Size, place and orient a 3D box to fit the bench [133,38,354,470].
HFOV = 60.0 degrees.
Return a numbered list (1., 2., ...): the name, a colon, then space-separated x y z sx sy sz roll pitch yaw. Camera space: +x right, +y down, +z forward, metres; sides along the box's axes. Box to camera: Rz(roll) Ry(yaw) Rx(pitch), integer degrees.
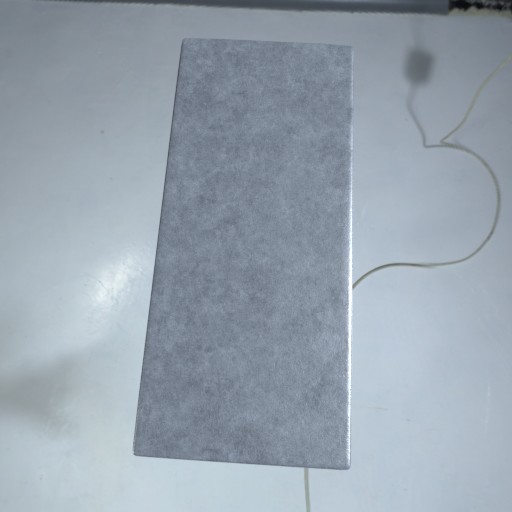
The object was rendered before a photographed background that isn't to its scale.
1. bench: 0.000 0.000 1.151 0.401 0.501 0.905 3 76 1
